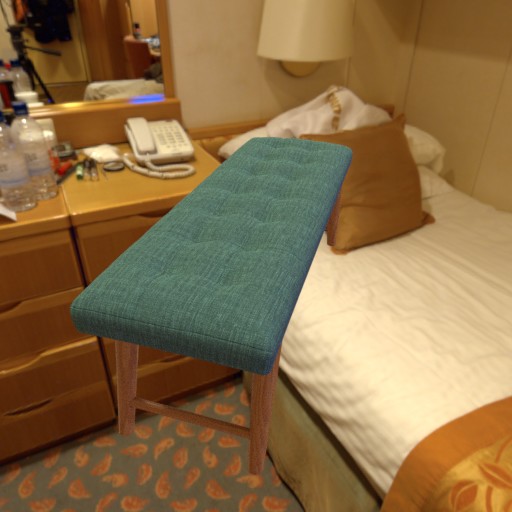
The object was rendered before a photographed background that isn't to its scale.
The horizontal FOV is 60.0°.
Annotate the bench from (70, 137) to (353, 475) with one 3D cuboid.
[{"bbox_3d":[0.000,0.000,1.331,0.406,0.432,1.118,9,33,15],"label":"bench"}]
